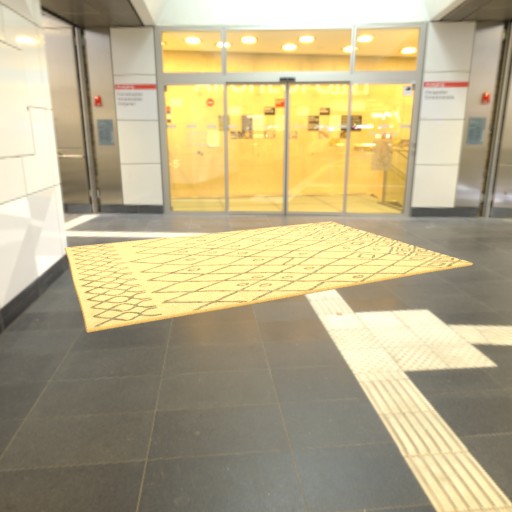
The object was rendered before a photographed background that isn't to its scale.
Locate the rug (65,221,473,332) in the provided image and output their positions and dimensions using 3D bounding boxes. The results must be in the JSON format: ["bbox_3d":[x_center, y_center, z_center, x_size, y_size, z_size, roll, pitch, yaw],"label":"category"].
[{"bbox_3d":[0.000,0.000,2.371,1.828,0.015,1.222,-7,17,-25],"label":"rug"}]
